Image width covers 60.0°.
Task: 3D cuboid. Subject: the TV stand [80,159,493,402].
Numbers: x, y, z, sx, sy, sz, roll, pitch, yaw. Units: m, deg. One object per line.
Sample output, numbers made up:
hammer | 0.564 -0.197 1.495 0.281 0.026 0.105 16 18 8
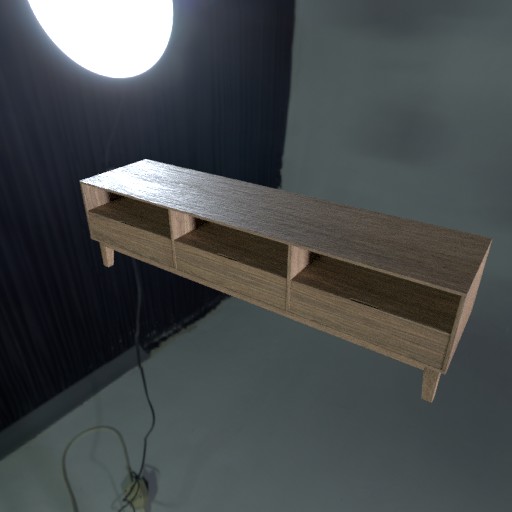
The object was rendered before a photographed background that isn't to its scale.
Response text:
TV stand | 0.000 0.000 1.671 1.482 0.409 0.366 18 34 29
